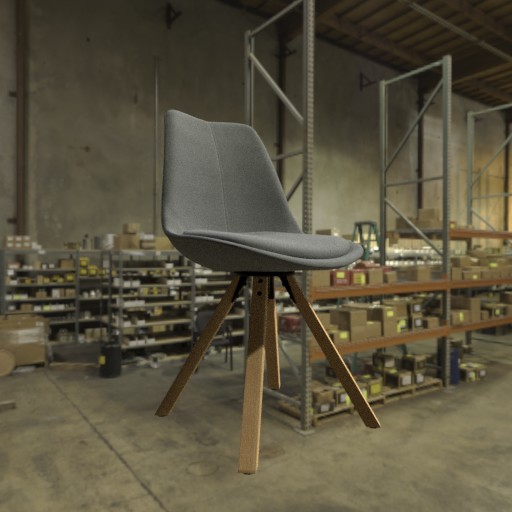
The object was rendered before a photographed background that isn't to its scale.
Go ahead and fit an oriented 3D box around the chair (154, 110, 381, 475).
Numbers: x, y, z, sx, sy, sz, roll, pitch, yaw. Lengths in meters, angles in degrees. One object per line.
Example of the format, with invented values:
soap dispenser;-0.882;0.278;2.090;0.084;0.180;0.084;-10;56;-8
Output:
chair;0.000;0.000;1.187;0.474;0.863;0.549;0;1;-36
